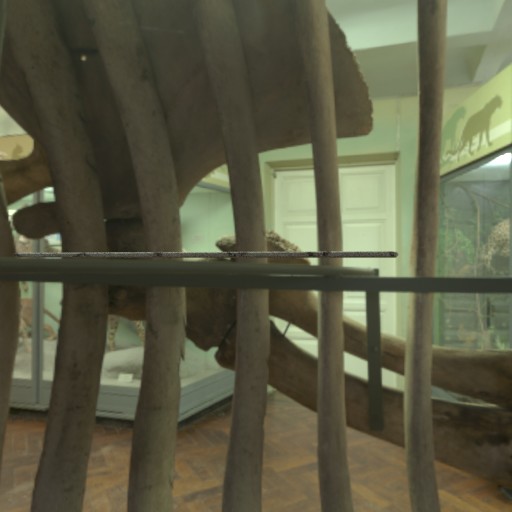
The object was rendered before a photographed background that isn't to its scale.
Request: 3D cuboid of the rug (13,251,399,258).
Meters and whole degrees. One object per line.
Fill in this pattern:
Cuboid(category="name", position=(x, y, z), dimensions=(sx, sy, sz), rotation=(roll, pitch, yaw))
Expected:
Cuboid(category="rug", position=(0.000, 0.000, 4.016), dimensions=(2.438, 0.029, 3.047), rotation=(0, 0, 17))
